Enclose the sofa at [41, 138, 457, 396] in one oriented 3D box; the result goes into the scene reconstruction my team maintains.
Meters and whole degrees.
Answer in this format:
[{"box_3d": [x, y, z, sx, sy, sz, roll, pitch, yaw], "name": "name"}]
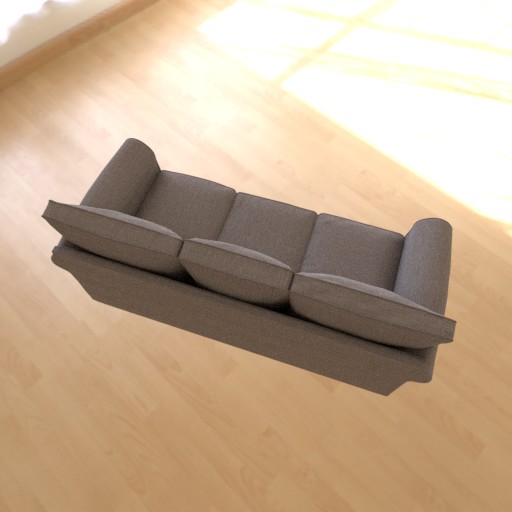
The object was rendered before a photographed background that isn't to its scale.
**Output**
[{"box_3d": [0.000, 0.000, 2.589, 2.084, 0.961, 0.916, 16, 63, 9], "name": "sofa"}]
